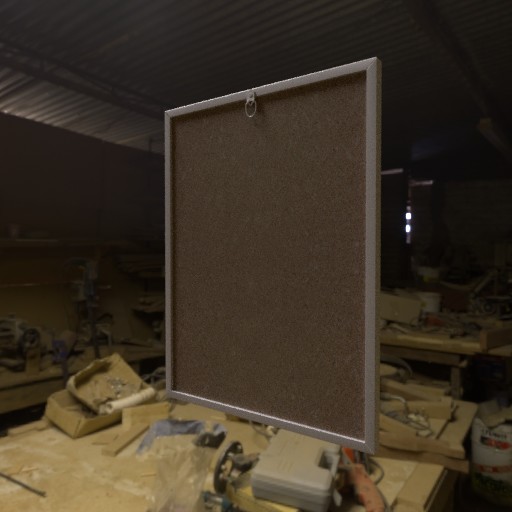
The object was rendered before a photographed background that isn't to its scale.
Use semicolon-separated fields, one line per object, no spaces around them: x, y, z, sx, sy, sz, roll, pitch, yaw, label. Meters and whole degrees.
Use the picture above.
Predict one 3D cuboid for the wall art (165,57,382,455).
0.000;0.000;1.422;0.805;1.056;0.042;1;1;36;wall art
